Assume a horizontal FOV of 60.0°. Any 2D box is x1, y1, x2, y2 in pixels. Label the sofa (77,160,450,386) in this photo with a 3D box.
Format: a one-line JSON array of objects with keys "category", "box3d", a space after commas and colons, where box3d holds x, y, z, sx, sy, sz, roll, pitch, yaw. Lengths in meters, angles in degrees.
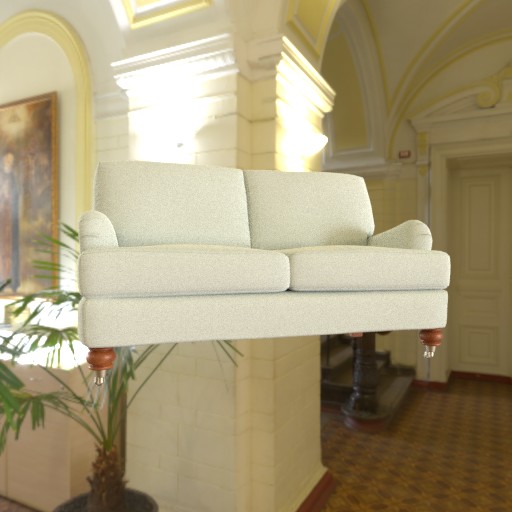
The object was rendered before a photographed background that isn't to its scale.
[{"category": "sofa", "box3d": [0.000, 0.000, 2.507, 1.853, 1.101, 1.084, 0, 0, -17]}]
